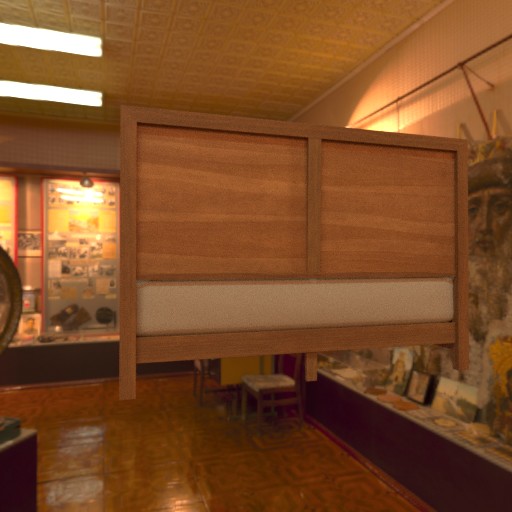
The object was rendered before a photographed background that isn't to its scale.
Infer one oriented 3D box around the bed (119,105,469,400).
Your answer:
[{"bbox_3d":[0.000,0.000,3.417,2.003,1.387,2.184,0,-1,-17],"label":"bed"}]
